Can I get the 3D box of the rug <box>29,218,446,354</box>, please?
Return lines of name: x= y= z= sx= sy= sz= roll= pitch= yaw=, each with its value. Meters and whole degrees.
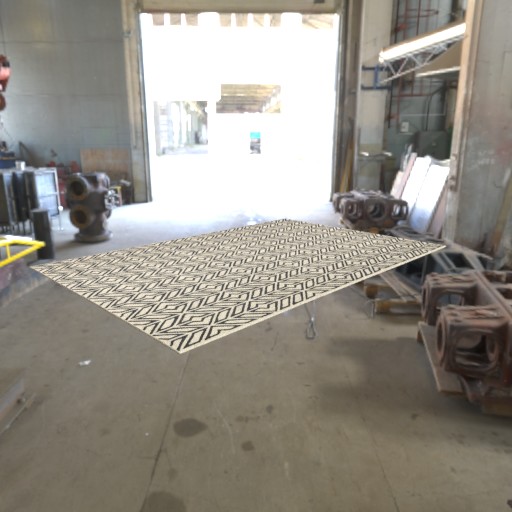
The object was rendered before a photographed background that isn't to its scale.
rug: x=0.000 y=0.000 z=2.310 sx=1.828 sy=0.007 sz=1.220 roll=-14 pitch=21 yaw=-43
